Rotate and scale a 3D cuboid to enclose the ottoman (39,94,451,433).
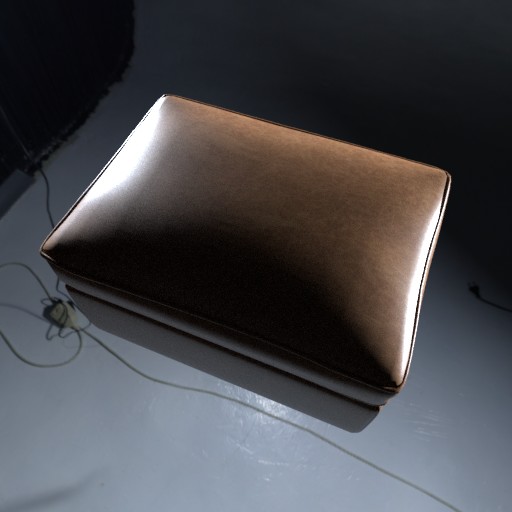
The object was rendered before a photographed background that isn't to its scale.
[{"bbox_3d":[0.000,0.000,1.093,0.756,0.468,0.554,19,59,12],"label":"ottoman"}]
